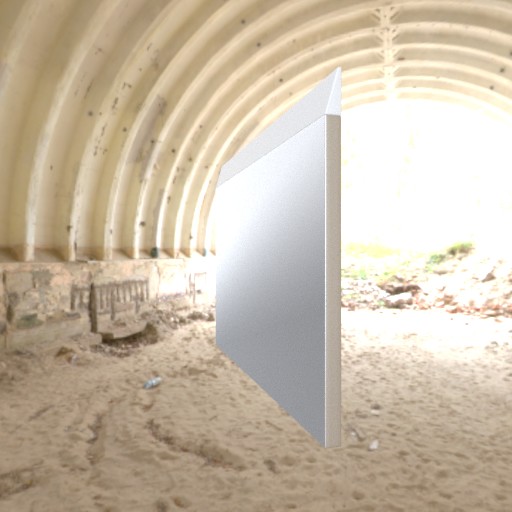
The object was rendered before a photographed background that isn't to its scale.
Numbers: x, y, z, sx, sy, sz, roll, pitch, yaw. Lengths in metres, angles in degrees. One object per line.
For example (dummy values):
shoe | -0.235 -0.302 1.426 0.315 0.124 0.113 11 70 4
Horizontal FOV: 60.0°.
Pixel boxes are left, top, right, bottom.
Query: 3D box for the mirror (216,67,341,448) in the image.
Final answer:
mirror | 0.000 0.000 1.147 0.030 0.630 0.870 0 0 -17
